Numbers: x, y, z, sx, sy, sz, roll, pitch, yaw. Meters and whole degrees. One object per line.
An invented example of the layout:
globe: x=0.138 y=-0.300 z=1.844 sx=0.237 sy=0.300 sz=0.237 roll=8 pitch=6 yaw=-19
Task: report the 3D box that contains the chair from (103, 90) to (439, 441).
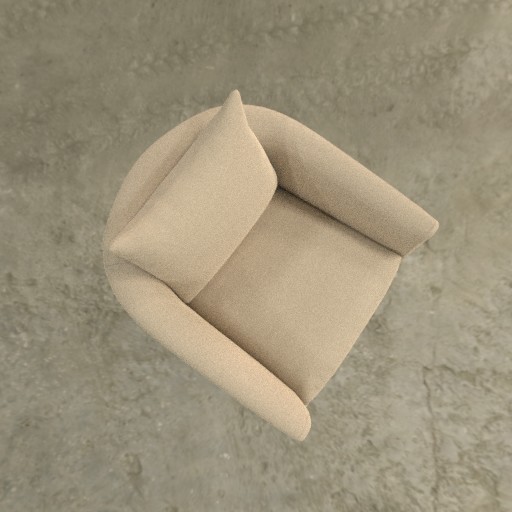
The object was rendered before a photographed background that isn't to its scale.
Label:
chair: x=0.000 y=0.000 z=1.571 sx=0.910 sy=0.848 sz=0.845 roll=34 pitch=78 yaw=8
